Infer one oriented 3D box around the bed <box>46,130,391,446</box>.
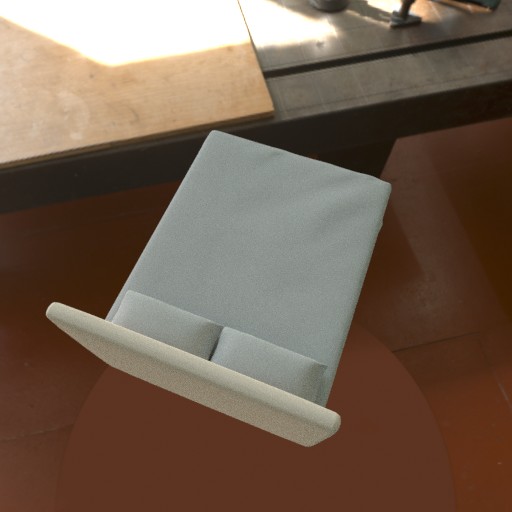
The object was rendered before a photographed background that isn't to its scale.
[{"bbox_3d":[0.000,0.000,3.301,1.748,1.330,2.142,19,65,9],"label":"bed"}]
